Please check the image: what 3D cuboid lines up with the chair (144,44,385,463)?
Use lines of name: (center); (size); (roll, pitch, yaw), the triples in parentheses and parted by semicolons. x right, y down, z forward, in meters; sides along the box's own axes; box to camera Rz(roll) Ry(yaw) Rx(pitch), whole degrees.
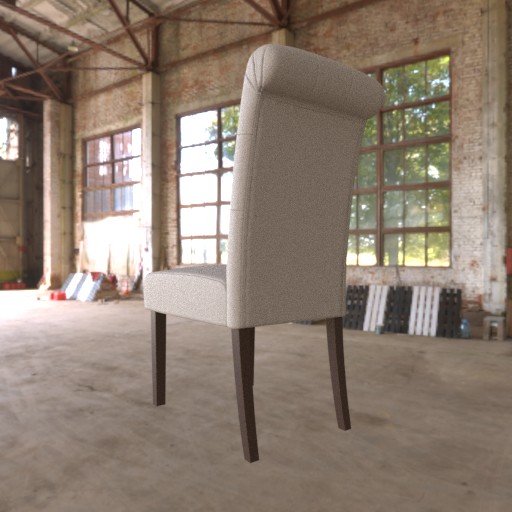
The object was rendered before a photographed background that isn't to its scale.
chair: (0.000, 0.000, 1.364); (0.456, 1.006, 0.671); (0, 0, -36)
